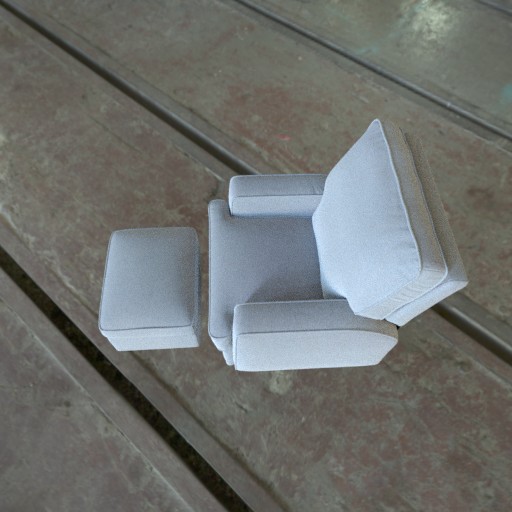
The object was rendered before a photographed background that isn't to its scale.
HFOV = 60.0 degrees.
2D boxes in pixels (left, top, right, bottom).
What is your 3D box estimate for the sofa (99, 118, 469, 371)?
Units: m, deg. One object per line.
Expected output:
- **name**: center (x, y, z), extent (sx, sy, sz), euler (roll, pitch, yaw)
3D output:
- **sofa**: center (0.000, 0.000, 2.036), extent (1.472, 0.959, 0.861), euler (-3, 59, -2)
